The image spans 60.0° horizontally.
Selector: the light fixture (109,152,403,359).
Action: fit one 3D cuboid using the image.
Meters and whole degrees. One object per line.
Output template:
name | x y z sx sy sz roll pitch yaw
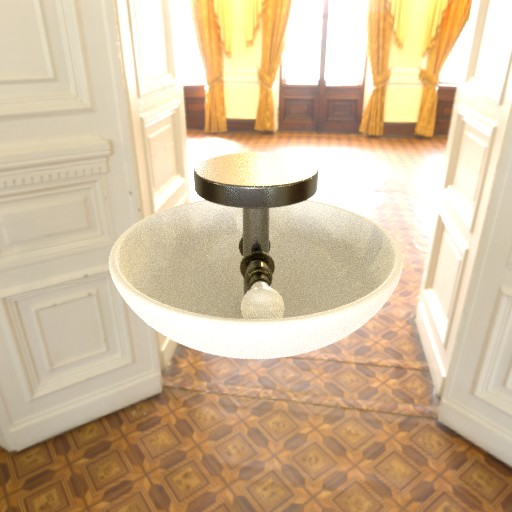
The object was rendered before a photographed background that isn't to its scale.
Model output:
light fixture | 0.000 0.000 0.525 0.330 0.214 0.330 0 27 0
